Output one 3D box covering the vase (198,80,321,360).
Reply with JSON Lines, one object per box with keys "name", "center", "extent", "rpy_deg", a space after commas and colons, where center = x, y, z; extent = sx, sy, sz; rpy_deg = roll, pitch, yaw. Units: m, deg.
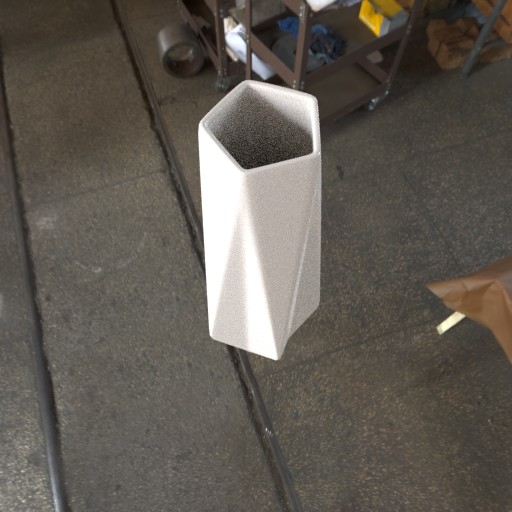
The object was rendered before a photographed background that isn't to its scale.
{"name": "vase", "center": [0.000, 0.000, 0.387], "extent": [0.116, 0.329, 0.122], "rpy_deg": [34, 68, 16]}
